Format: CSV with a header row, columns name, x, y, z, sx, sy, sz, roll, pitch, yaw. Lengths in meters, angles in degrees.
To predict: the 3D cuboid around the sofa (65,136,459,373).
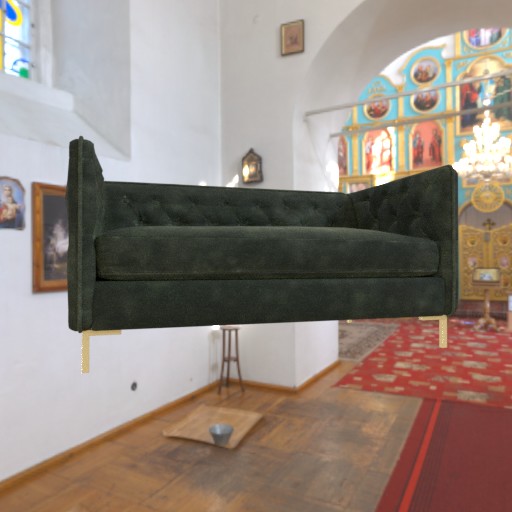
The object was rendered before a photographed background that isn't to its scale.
name,x,y,z,sx,sy,sz,roll,pitch,yaw
sofa,0.000,0.000,2.031,1.537,0.768,0.895,0,-1,-17
